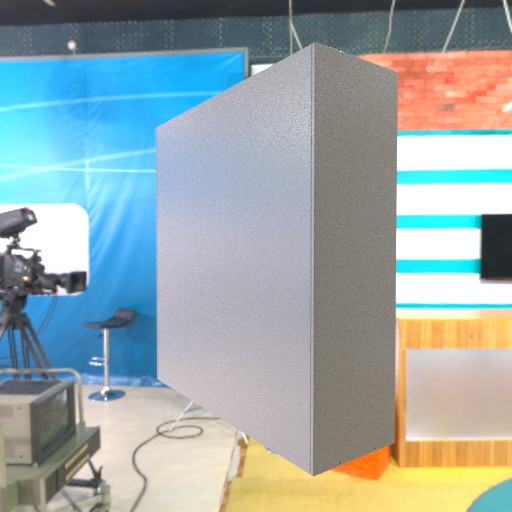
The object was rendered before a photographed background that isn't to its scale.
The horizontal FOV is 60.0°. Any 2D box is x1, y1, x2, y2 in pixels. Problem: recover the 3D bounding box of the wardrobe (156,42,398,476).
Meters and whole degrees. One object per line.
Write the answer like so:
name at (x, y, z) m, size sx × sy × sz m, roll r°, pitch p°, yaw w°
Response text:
wardrobe at (0.000, 0.000, 2.897) m, size 0.629 × 1.960 × 1.780 m, roll -1°, pitch 2°, yaw -35°
